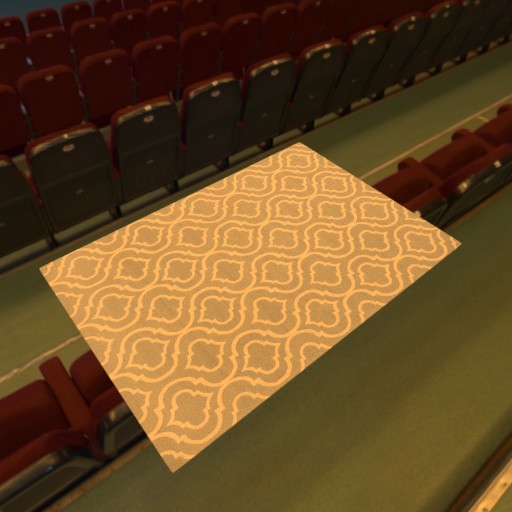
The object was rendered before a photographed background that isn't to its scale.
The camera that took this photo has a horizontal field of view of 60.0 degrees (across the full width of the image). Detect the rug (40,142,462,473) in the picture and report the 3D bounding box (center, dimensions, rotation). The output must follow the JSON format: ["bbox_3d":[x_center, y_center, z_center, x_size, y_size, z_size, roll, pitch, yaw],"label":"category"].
[{"bbox_3d":[0.000,0.000,2.649,2.080,0.010,1.451,-31,54,-26],"label":"rug"}]
